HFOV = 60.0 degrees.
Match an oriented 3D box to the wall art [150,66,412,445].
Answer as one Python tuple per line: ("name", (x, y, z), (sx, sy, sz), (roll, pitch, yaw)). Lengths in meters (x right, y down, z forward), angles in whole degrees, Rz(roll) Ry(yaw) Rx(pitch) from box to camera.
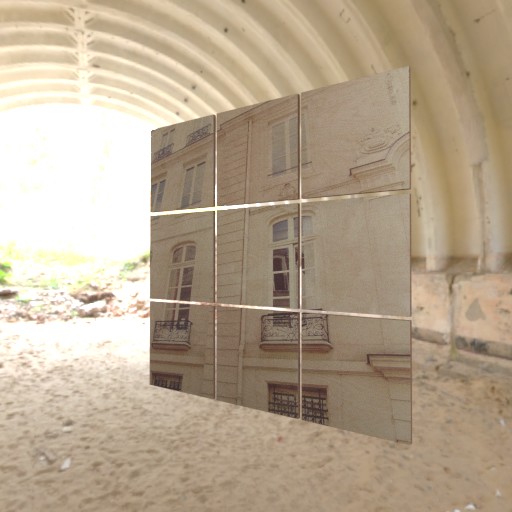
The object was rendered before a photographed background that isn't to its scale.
("wall art", (0.000, 0.000, 1.781), (1.221, 1.218, 0.024), (-1, -1, 35))
